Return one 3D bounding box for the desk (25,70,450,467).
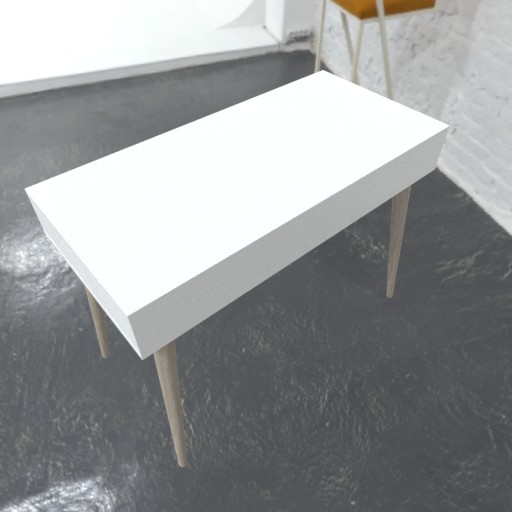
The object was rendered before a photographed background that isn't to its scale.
[{"bbox_3d":[0.000,0.000,1.360,0.979,0.723,0.491,-31,53,-27],"label":"desk"}]
